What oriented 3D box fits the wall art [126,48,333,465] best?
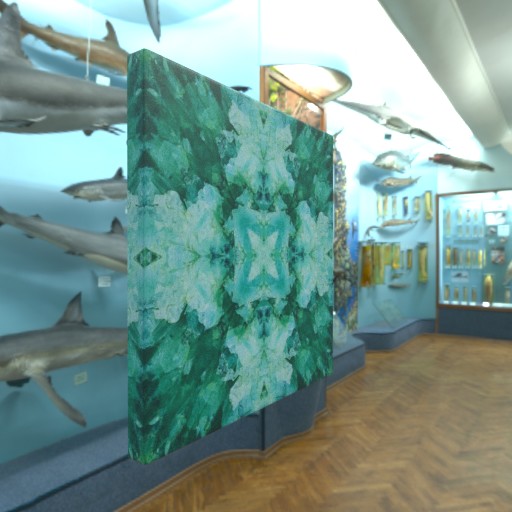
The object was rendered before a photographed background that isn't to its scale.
[{"bbox_3d":[0.000,0.000,0.750,0.038,0.508,0.507,0,1,36],"label":"wall art"}]
